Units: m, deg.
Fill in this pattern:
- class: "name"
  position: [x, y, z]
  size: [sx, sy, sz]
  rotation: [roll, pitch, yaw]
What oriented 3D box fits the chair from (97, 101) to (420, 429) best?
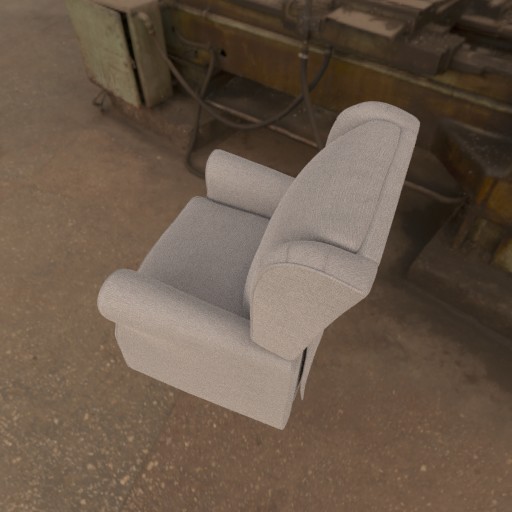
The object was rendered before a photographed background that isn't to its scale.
- class: "chair"
  position: [0.000, 0.000, 1.638]
  size: [0.854, 0.966, 0.906]
  rotation: [17, 50, 15]
